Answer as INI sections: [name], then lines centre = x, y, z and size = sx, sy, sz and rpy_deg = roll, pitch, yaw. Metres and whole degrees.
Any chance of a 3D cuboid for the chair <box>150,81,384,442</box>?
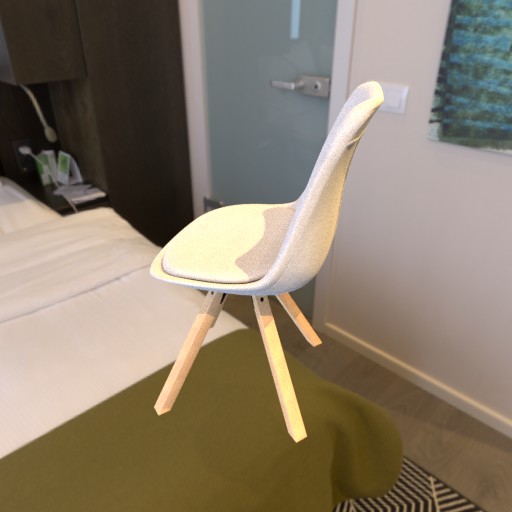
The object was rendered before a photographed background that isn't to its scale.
[chair]
centre = 0.000, 0.000, 1.187
size = 0.549, 0.863, 0.474
rpy_deg = 7, 30, 12
